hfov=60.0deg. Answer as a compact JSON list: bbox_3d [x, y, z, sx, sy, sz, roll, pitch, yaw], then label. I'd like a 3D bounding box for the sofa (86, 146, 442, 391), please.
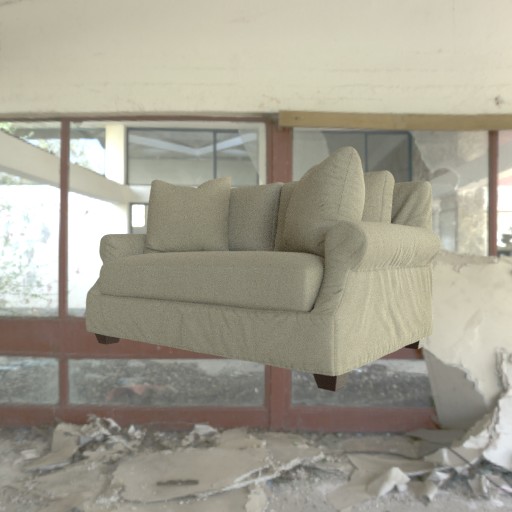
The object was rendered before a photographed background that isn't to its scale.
[{"bbox_3d":[0.000,0.000,2.242,1.550,0.905,1.070,0,0,38],"label":"sofa"}]
